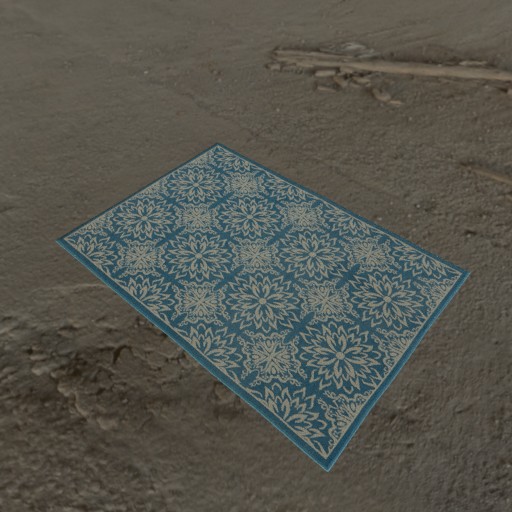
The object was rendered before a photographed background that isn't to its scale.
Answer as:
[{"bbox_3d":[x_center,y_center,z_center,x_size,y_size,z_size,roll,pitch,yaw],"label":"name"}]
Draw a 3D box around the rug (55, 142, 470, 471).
[{"bbox_3d":[0.000,0.000,2.864,2.205,0.012,1.554,33,55,26],"label":"rug"}]
